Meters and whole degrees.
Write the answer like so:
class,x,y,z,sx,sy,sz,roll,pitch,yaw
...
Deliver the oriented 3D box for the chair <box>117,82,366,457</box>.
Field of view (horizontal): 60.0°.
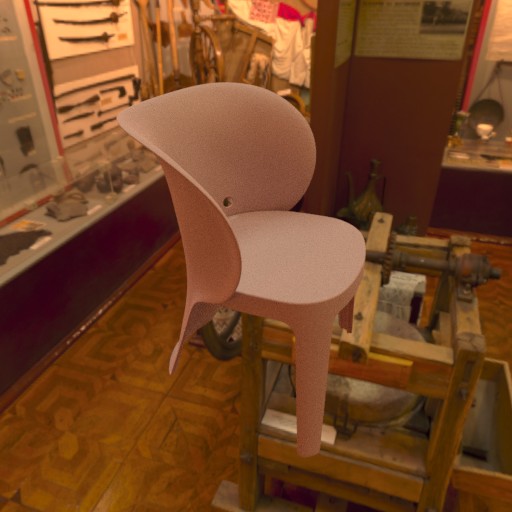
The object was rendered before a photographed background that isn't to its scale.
class,x,y,z,sx,sy,sz,roll,pitch,yaw
chair,0.000,0.000,0.840,0.402,0.554,0.451,11,32,17
